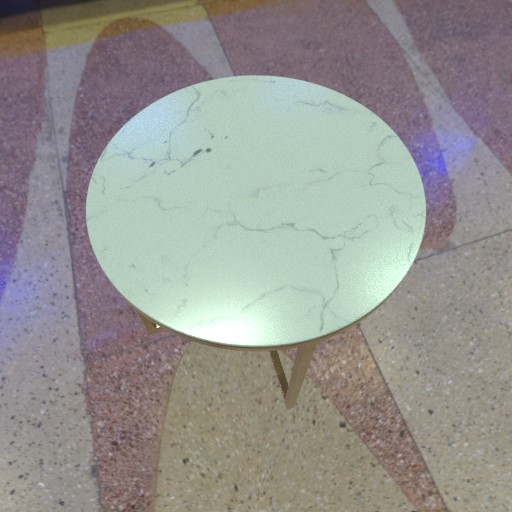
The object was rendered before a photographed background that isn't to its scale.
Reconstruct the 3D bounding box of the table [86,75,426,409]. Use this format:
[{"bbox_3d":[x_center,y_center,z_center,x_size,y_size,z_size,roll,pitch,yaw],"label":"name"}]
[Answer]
[{"bbox_3d":[0.000,0.000,0.843,0.500,0.420,0.500,0,60,0],"label":"table"}]
